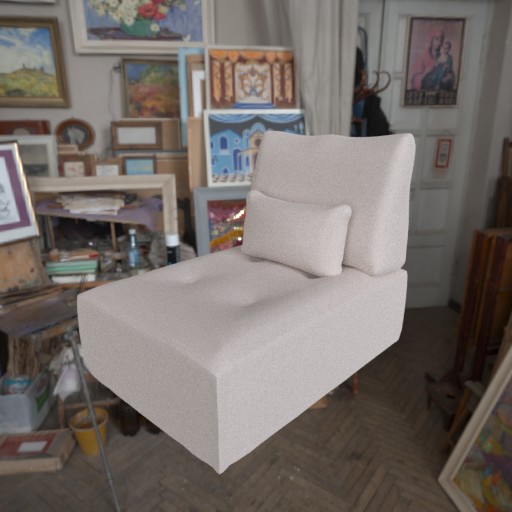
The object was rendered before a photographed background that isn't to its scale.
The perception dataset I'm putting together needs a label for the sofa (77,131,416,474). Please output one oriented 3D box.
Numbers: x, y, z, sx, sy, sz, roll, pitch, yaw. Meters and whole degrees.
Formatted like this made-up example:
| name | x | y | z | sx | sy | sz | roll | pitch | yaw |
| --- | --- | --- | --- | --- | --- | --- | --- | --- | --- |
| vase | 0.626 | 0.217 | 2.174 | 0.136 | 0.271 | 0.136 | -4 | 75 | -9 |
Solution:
| name | x | y | z | sx | sy | sz | roll | pitch | yaw |
| --- | --- | --- | --- | --- | --- | --- | --- | --- | --- |
| sofa | 0.000 | 0.000 | 1.549 | 0.700 | 0.820 | 1.000 | 16 | 23 | 41 |
